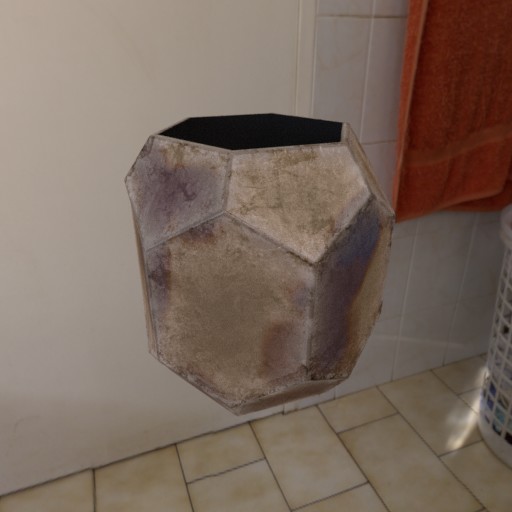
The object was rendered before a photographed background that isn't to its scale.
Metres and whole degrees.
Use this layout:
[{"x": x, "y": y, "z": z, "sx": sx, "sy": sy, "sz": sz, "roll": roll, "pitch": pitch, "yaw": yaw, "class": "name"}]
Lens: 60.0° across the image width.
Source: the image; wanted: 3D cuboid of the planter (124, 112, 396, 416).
[{"x": 0.000, "y": 0.000, "z": 0.422, "sx": 0.221, "sy": 0.238, "sz": 0.243, "roll": -9, "pitch": 28, "yaw": -17, "class": "planter"}]
